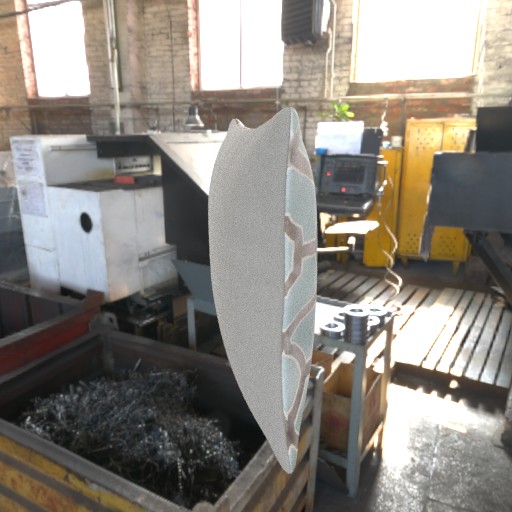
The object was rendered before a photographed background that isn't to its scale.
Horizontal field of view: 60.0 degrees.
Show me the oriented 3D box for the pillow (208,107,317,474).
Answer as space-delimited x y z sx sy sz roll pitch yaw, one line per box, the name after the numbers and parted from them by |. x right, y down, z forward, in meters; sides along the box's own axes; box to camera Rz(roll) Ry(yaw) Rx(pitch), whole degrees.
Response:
0.000 0.000 0.834 0.166 0.508 0.552 -3 16 -9 | pillow
